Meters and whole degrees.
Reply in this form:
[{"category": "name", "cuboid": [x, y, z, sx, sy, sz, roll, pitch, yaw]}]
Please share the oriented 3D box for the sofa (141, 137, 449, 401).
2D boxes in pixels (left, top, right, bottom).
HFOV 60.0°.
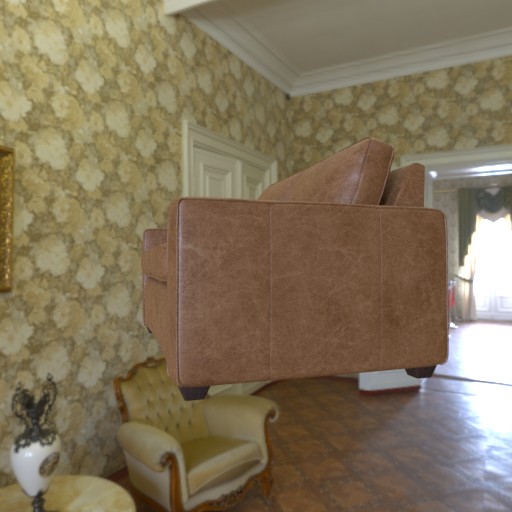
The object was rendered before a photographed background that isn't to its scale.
[{"category": "sofa", "cuboid": [0.000, 0.000, 2.143, 1.020, 0.896, 1.532, 0, -1, -18]}]
